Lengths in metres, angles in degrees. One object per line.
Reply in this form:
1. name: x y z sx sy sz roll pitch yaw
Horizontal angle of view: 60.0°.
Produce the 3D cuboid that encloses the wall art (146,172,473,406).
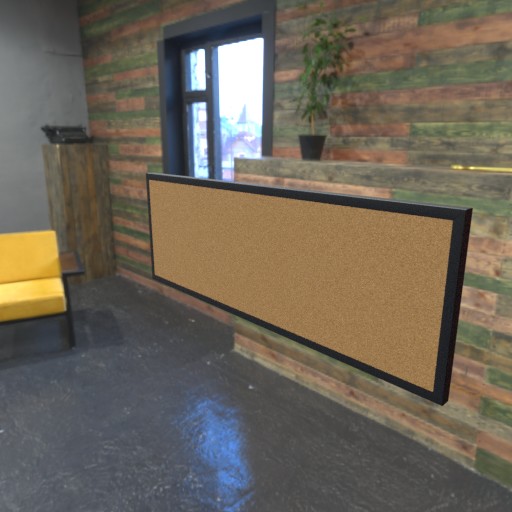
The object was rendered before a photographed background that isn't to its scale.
1. wall art: 0.000 0.000 1.736 0.041 0.554 1.572 -14 20 -41
